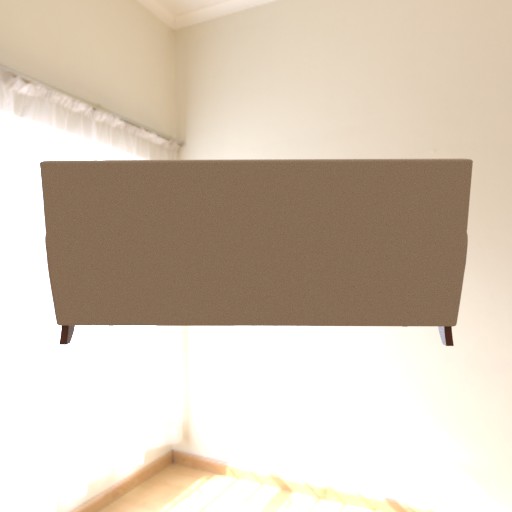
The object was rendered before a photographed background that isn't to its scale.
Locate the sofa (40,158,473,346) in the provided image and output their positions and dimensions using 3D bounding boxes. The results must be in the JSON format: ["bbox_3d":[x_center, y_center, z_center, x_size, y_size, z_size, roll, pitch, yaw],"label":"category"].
[{"bbox_3d":[0.000,0.000,2.366,2.000,0.846,0.875,0,-1,1],"label":"sofa"}]
